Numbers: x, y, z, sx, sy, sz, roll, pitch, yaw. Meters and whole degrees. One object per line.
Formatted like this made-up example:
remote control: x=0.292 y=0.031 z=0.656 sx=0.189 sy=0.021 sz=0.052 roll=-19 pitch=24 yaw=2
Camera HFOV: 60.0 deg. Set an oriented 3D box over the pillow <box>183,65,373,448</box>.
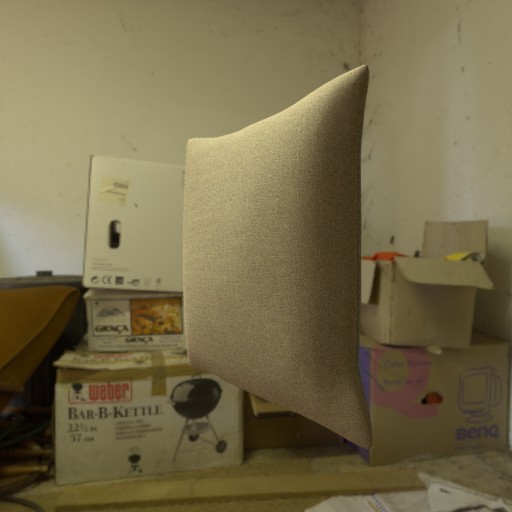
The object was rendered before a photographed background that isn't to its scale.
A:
pillow: x=0.000 y=0.000 z=0.785 sx=0.178 sy=0.506 sz=0.512 roll=-1 pitch=1 yaw=-36
